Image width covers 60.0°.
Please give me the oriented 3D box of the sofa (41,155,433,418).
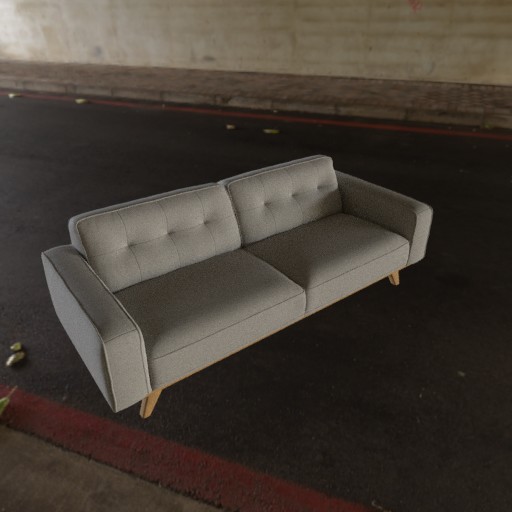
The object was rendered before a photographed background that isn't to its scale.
[{"bbox_3d":[0.000,0.000,2.744,2.270,0.781,0.956,-21,36,-31],"label":"sofa"}]
